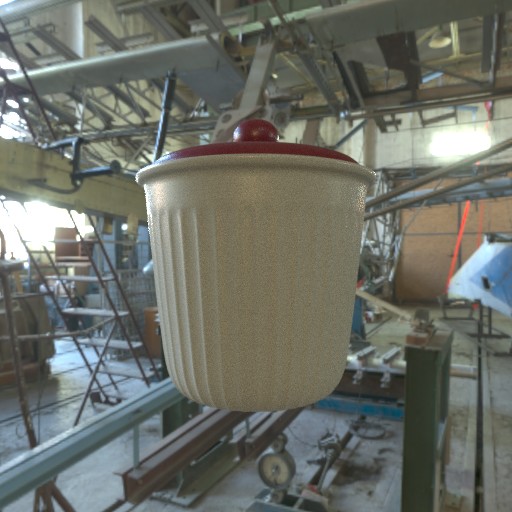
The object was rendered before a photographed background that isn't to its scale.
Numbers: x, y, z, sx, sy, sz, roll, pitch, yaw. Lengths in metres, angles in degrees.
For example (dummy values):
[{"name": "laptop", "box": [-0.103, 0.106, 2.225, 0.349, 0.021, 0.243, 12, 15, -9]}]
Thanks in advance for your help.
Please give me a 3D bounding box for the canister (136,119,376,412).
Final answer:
[{"name": "canister", "box": [0.000, 0.000, 0.345, 0.181, 0.211, 0.181, 0, 0, 0]}]
